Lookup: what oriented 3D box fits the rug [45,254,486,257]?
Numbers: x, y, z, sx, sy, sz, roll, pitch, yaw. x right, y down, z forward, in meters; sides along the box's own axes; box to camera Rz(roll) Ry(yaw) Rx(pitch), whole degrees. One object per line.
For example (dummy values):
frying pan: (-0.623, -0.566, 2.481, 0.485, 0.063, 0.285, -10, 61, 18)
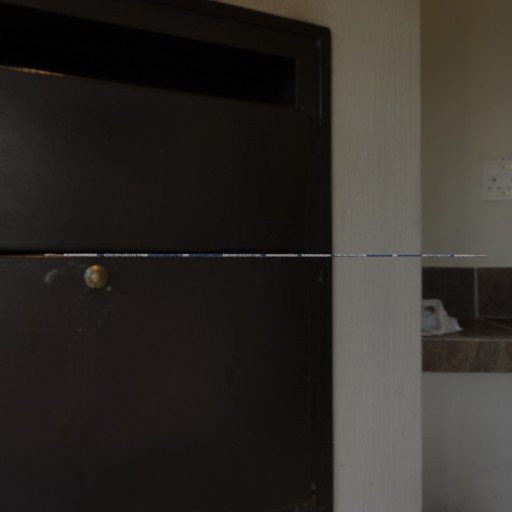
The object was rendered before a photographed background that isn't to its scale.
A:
rug: (0.000, 0.000, 3.031, 2.441, 0.010, 1.532, 0, 0, -18)
